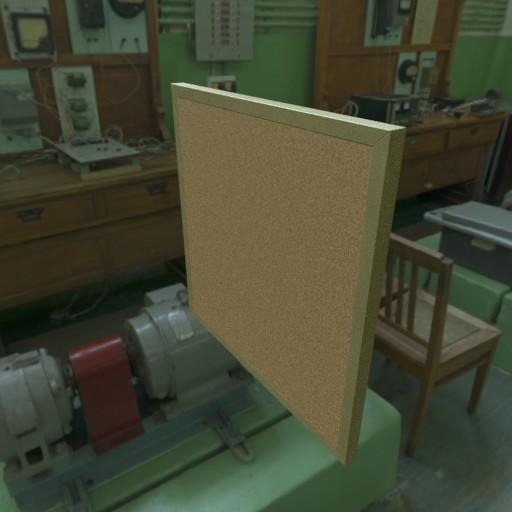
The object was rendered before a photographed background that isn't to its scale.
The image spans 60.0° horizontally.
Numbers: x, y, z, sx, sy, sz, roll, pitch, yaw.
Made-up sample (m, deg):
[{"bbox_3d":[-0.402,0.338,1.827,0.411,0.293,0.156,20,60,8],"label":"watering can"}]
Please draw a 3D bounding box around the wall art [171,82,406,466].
[{"bbox_3d":[0.000,0.000,1.134,0.037,0.763,0.763,-18,32,-31],"label":"wall art"}]
